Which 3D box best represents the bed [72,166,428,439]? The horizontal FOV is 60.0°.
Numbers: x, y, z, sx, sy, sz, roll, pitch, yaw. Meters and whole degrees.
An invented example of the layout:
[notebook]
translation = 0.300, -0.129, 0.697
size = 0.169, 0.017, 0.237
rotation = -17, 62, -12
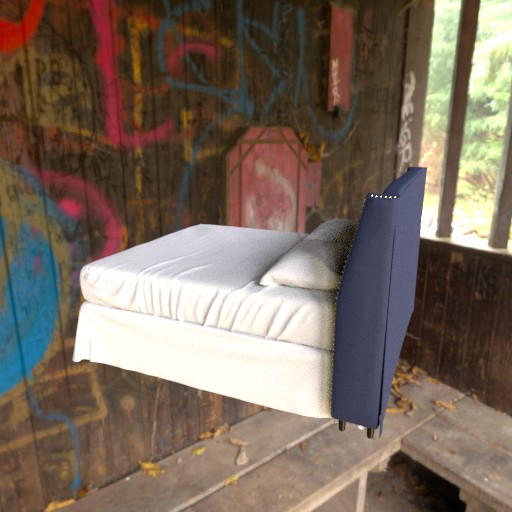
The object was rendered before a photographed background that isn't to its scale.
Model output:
[bed]
translation = 0.000, 0.000, 3.435
size = 2.276, 1.332, 1.925
rotation = 7, 17, 23
